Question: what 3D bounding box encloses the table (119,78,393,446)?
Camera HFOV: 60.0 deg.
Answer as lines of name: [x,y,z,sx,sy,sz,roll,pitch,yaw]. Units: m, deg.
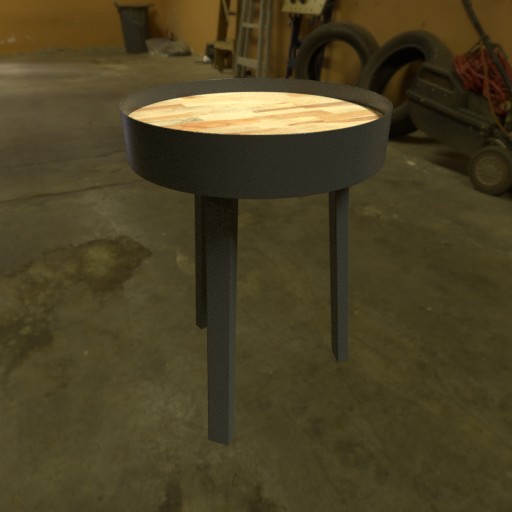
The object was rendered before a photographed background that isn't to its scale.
table: [0.000,0.000,0.822,0.406,0.559,0.406,0,30,0]
